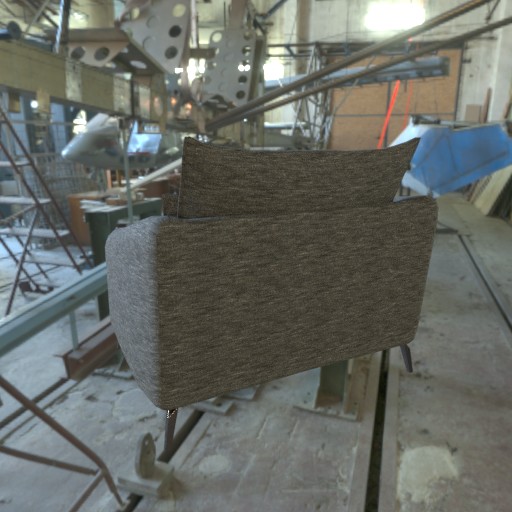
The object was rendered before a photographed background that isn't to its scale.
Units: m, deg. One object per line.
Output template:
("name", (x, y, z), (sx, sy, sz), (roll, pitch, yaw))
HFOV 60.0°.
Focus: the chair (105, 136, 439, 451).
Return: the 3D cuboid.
("chair", (0.000, 0.000, 1.621), (1.004, 0.842, 0.805), (-8, 17, -26))
